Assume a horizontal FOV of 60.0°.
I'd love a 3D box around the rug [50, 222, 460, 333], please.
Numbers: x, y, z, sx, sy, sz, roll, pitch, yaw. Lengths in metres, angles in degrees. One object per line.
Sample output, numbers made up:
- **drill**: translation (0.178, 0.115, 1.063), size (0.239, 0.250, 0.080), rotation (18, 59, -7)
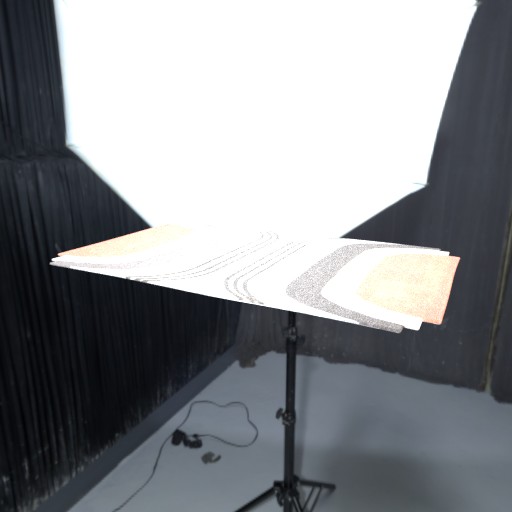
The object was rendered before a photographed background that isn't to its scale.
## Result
- **rug**: translation (0.000, 0.000, 2.986), size (2.446, 0.017, 1.530), rotation (8, 17, 27)
